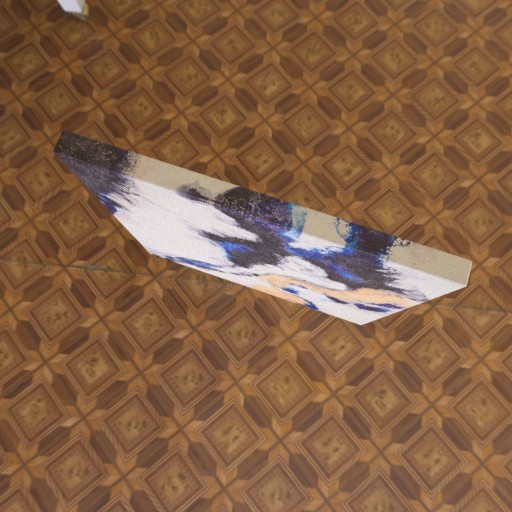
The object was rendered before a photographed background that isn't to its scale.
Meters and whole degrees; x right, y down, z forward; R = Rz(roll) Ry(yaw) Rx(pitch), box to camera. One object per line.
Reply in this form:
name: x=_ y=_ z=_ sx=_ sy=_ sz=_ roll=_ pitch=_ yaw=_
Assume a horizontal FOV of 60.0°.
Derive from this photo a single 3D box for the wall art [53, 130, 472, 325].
wall art: x=0.000 y=0.000 z=0.914 sx=0.609 sy=0.609 sz=0.039 roll=18 pitch=77 yaw=4
